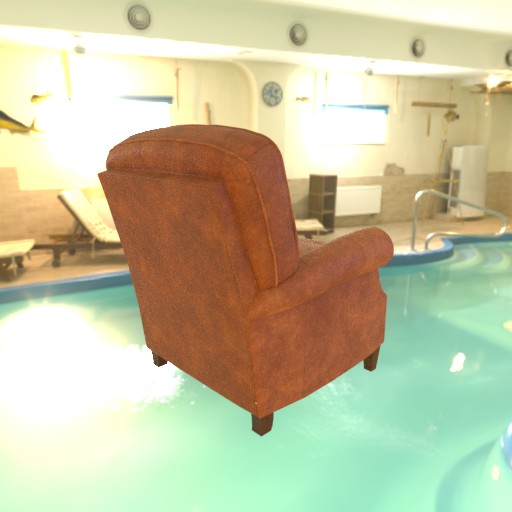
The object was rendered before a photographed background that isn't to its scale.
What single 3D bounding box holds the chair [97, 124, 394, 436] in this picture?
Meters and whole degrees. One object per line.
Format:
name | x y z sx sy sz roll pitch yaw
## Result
chair | 0.000 0.000 1.814 0.986 1.018 0.936 -14 20 -42
